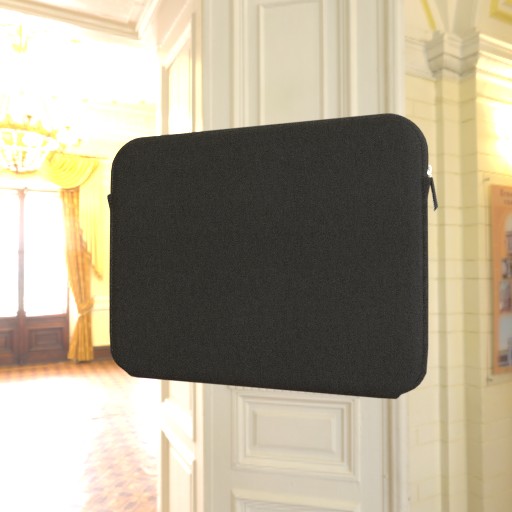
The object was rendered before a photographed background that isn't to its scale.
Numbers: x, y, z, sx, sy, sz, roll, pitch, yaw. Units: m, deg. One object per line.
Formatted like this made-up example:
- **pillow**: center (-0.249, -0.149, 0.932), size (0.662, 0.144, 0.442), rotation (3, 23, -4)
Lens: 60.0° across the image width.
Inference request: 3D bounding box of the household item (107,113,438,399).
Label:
- **household item**: center (0.000, 0.000, 0.519), size (0.396, 0.305, 0.030), rotation (0, -1, 17)
